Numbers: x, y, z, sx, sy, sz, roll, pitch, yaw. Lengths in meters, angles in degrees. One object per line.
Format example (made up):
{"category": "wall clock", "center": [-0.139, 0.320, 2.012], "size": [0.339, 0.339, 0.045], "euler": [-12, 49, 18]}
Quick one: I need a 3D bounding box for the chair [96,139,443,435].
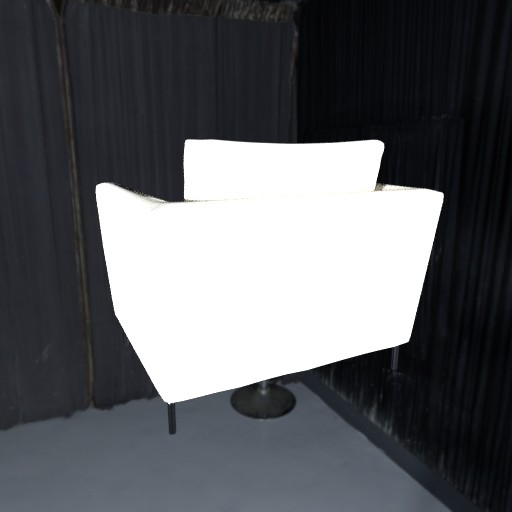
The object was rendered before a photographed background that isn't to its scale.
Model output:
{"category": "chair", "center": [0.000, 0.000, 1.713], "size": [1.041, 0.865, 0.889], "euler": [-7, 15, -26]}
